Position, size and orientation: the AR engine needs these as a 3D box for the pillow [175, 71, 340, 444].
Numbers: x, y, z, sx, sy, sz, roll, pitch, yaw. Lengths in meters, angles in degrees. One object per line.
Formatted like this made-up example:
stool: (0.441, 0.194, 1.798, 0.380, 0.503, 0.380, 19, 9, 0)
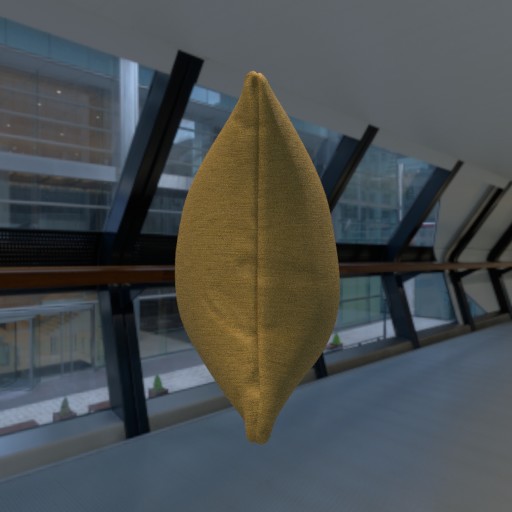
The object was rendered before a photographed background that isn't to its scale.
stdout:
pillow: (0.000, 0.000, 0.701, 0.247, 0.417, 0.435, 0, 1, 0)
